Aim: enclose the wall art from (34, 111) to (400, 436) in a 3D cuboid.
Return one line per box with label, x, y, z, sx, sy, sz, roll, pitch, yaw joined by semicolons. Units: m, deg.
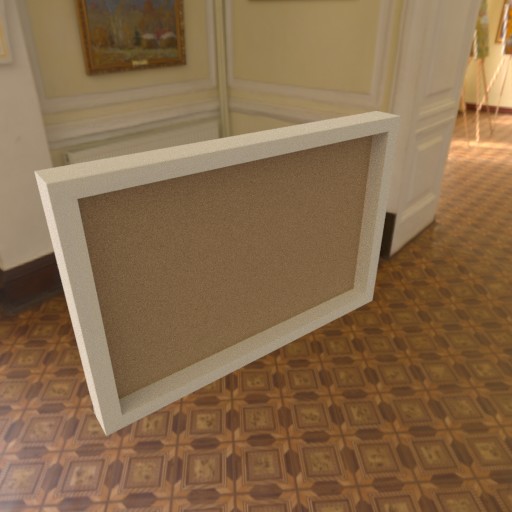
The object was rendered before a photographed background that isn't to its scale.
wall art;0.000;0.000;0.478;0.384;0.254;0.039;-19;34;-31
